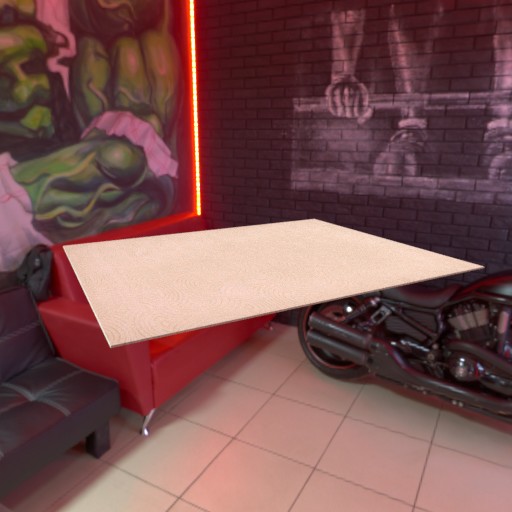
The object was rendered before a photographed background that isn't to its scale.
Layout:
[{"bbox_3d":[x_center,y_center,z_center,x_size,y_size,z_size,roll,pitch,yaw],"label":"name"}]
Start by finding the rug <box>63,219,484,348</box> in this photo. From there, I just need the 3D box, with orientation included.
[{"bbox_3d":[0.000,0.000,3.444,2.584,0.011,2.073,-8,17,-27],"label":"rug"}]
